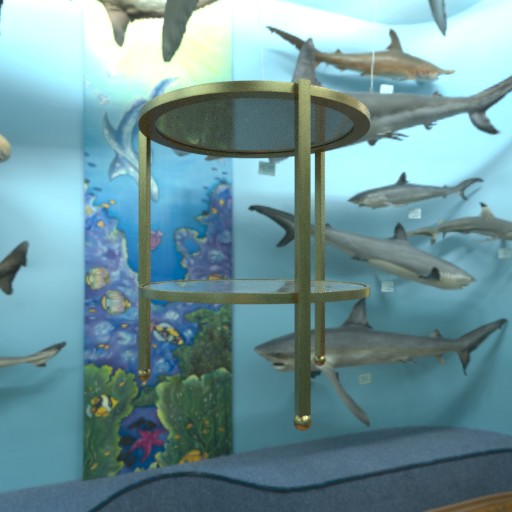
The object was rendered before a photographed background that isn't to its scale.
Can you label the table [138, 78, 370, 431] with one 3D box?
[{"bbox_3d":[0.000,0.000,0.450,0.231,0.269,0.243,0,0,-18],"label":"table"}]
